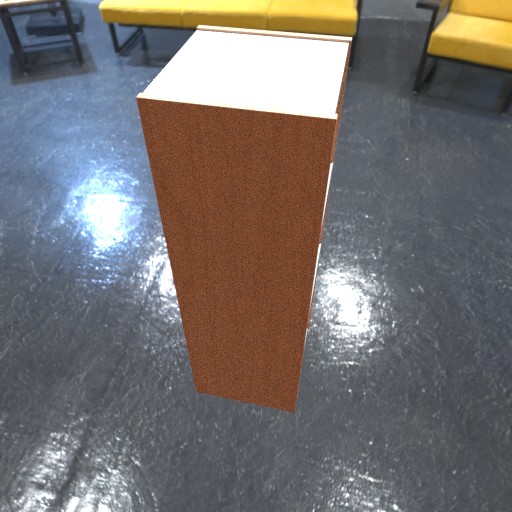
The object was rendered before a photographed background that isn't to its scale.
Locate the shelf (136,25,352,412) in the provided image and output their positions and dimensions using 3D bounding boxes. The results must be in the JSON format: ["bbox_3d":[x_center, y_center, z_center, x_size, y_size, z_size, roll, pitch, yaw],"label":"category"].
[{"bbox_3d":[0.000,0.000,1.045,0.290,0.900,0.300,9,47,9],"label":"shelf"}]
